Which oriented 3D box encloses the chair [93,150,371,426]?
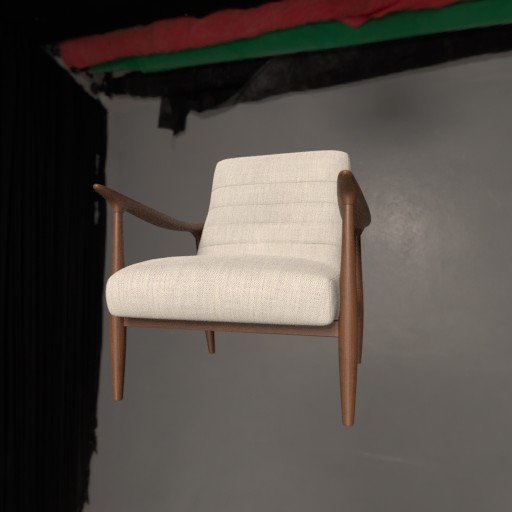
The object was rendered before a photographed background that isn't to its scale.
[{"bbox_3d":[0.000,0.000,1.471,0.741,0.832,0.798,0,0,17],"label":"chair"}]
